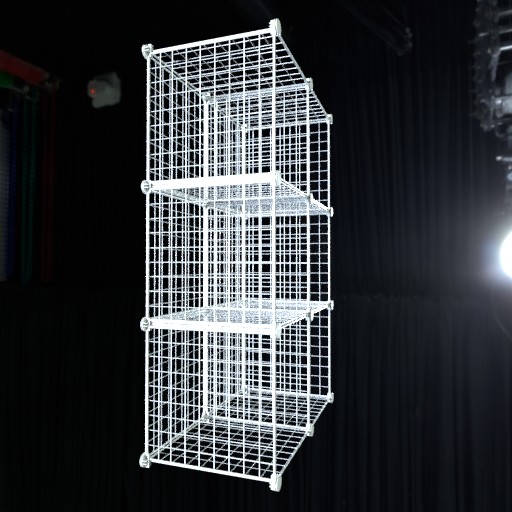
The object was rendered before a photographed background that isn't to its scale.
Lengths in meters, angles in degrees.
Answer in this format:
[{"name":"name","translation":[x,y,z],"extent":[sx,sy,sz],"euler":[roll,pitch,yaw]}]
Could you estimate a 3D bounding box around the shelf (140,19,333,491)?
[{"name":"shelf","translation":[0.000,0.000,1.382],"extent":[0.356,1.067,0.711],"euler":[0,-1,20]}]
